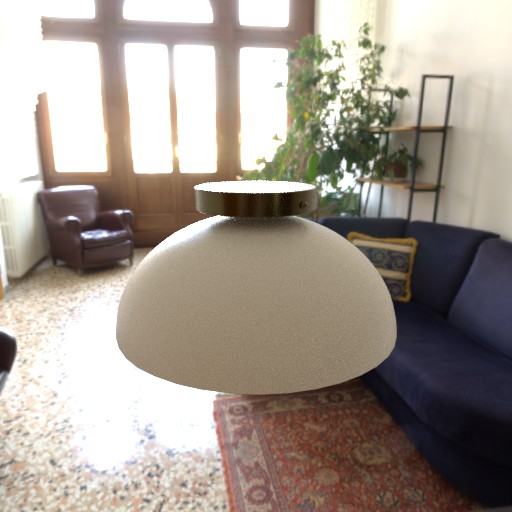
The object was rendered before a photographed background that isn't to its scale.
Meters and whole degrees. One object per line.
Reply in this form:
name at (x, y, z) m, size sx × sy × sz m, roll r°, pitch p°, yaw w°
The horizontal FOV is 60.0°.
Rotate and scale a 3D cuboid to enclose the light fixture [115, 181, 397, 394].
light fixture at (0.000, 0.000, 0.564) m, size 0.355 × 0.177 × 0.355 m, roll 0°, pitch 14°, yaw 0°
